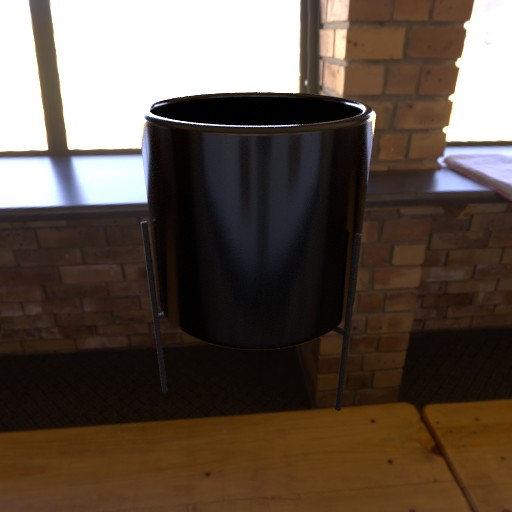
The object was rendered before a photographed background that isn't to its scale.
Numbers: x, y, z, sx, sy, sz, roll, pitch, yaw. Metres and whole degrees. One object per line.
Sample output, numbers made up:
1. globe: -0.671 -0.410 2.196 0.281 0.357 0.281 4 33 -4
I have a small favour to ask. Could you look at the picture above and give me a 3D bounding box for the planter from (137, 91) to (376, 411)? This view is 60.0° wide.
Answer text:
1. planter: 0.000 0.000 0.666 0.310 0.432 0.310 -19 33 -32
